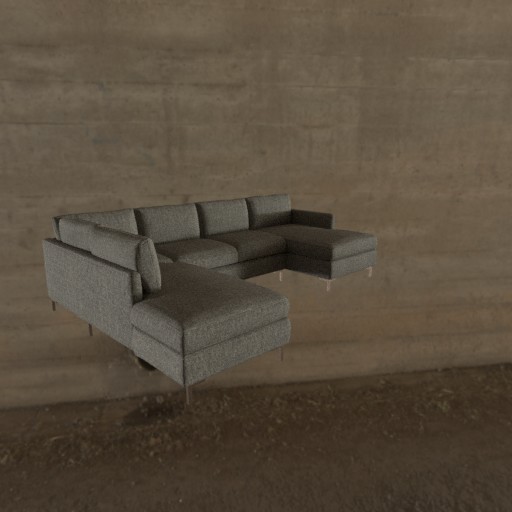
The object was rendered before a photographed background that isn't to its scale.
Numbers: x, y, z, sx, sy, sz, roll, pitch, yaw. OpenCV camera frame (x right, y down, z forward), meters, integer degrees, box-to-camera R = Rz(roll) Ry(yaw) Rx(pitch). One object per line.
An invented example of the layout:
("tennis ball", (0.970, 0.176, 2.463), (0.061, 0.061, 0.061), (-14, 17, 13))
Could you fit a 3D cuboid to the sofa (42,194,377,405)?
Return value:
("sofa", (0.000, 0.000, 3.612), (2.737, 0.756, 1.879), (-13, 18, -42))
